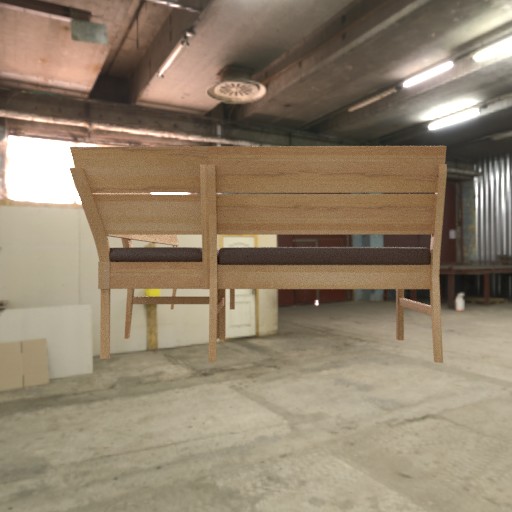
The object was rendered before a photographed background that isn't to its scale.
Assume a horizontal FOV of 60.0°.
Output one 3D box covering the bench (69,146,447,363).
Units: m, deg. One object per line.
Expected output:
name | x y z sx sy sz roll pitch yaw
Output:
bench | 0.000 0.000 2.776 1.549 0.890 1.975 0 0 -1
